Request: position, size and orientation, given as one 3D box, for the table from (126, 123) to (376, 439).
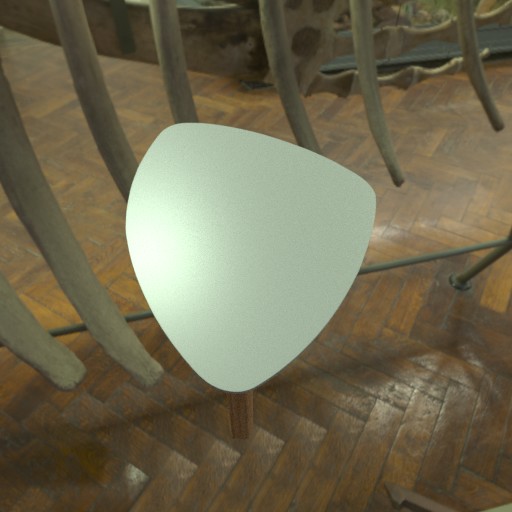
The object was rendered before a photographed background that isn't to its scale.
[{"bbox_3d":[0.000,0.000,1.633,0.850,0.440,1.250,-10,47,-9],"label":"table"}]
